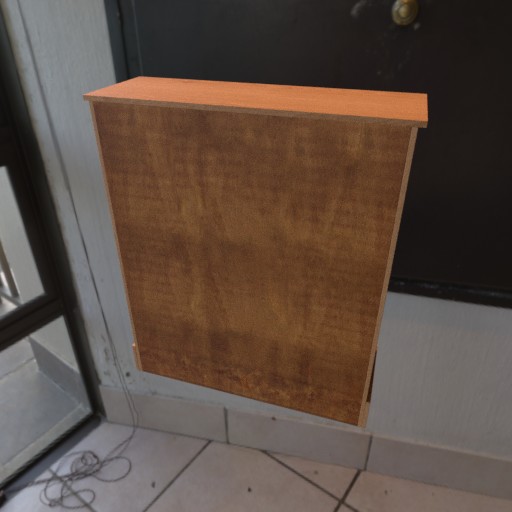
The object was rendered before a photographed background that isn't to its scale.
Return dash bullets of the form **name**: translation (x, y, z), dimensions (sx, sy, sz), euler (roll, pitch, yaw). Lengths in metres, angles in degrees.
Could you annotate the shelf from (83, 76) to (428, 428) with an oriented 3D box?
- **shelf**: translation (0.000, 0.000, 1.400), dimensions (0.840, 0.980, 0.291), euler (10, 33, 15)
